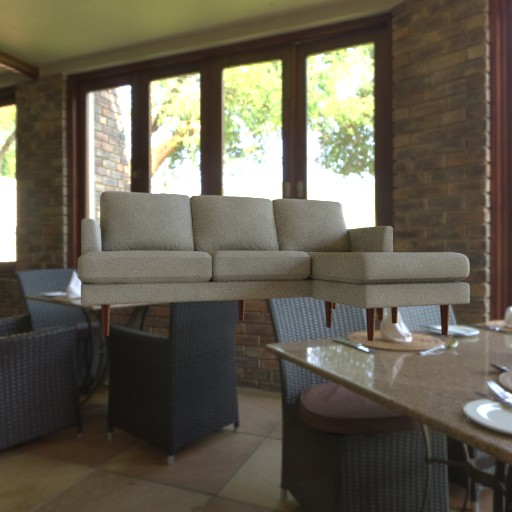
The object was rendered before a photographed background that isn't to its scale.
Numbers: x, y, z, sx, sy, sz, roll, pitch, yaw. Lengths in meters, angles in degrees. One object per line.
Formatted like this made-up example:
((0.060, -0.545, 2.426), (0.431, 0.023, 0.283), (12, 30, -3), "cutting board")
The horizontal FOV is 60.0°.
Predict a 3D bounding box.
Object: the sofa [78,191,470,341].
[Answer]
((0.000, 0.000, 3.000), (2.233, 0.956, 1.504), (0, 0, -20), "sofa")
